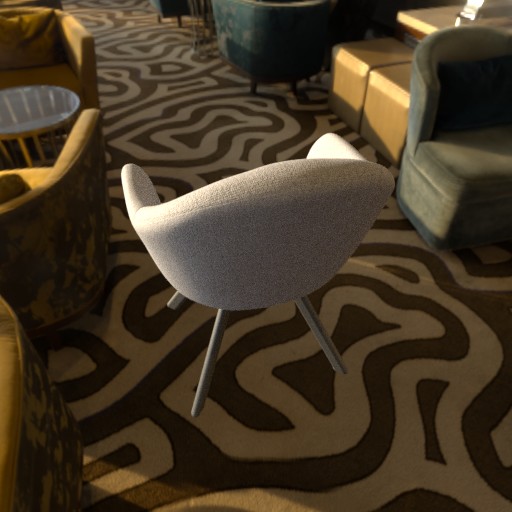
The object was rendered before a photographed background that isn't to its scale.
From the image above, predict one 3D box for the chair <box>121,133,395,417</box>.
[{"bbox_3d":[0.000,0.000,1.174,0.590,0.795,0.550,-12,44,-13],"label":"chair"}]
